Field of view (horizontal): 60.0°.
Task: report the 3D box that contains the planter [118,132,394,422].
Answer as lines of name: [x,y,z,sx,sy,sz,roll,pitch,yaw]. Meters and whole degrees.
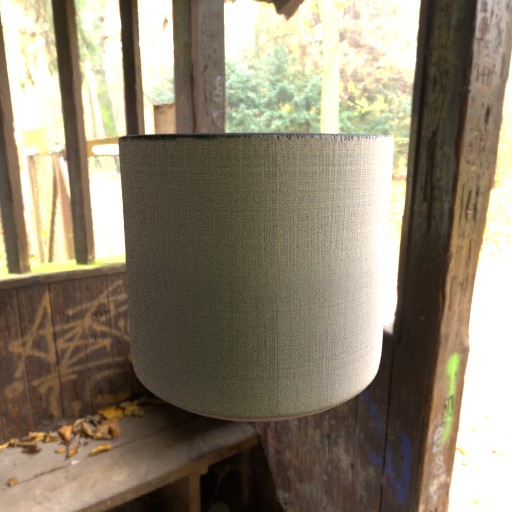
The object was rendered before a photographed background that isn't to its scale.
planter: [0.000,0.000,0.387,0.221,0.201,0.221,0,14,0]
